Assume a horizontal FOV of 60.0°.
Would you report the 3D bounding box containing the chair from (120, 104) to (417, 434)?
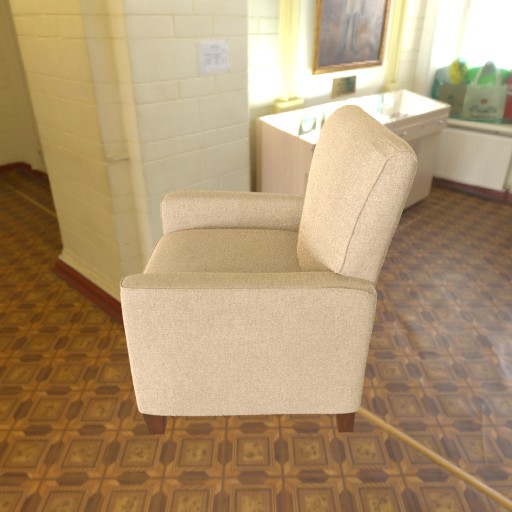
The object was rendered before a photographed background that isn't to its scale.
[{"bbox_3d":[0.000,0.000,1.661,0.859,1.023,0.845,0,28,-1],"label":"chair"}]
